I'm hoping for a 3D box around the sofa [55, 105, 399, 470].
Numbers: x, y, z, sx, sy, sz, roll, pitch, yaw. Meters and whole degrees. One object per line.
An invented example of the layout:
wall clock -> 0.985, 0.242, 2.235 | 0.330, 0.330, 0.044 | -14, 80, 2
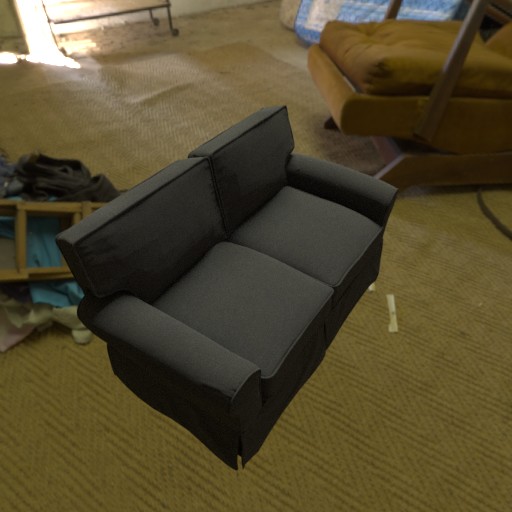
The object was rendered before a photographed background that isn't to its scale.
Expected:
sofa -> 0.000, 0.000, 2.445 | 0.997, 1.059, 1.801 | 24, 47, 25
